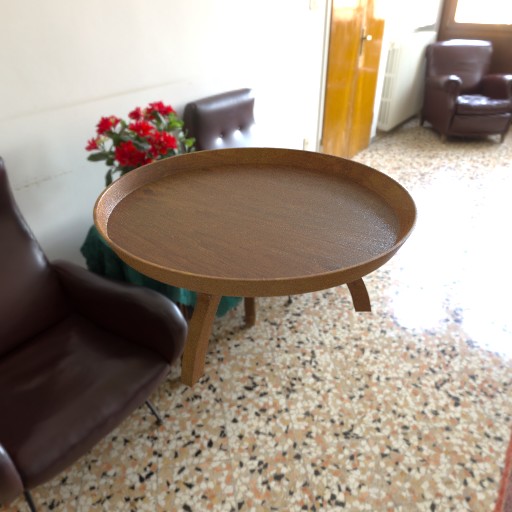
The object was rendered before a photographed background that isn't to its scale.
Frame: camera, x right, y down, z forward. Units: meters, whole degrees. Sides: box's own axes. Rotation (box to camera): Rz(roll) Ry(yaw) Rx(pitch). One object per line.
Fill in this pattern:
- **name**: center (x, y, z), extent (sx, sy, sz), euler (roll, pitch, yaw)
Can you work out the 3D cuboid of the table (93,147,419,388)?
- **table**: center (0.000, 0.000, 1.566), extent (1.016, 0.470, 1.016), euler (0, 31, 0)
